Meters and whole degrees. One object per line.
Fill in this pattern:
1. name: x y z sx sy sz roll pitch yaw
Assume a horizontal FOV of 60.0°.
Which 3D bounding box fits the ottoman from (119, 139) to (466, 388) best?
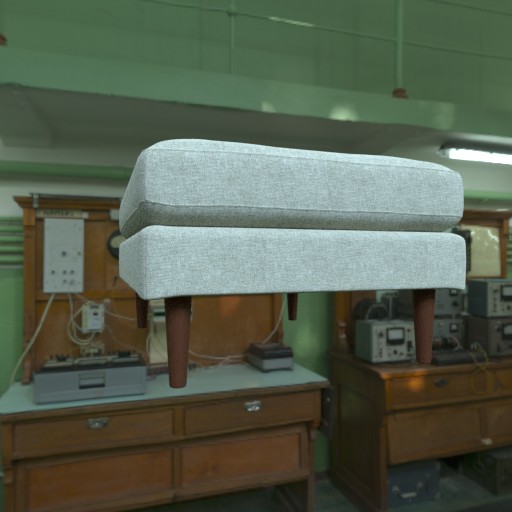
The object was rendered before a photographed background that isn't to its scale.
1. ottoman: 0.000 0.000 1.223 0.693 0.474 0.821 0 0 -19
